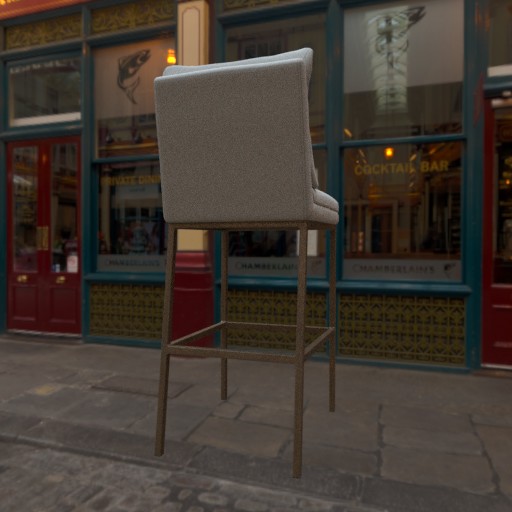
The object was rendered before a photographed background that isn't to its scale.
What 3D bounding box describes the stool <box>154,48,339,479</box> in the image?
[{"bbox_3d":[0.000,0.000,1.434,0.463,1.125,0.572,0,0,18],"label":"stool"}]
